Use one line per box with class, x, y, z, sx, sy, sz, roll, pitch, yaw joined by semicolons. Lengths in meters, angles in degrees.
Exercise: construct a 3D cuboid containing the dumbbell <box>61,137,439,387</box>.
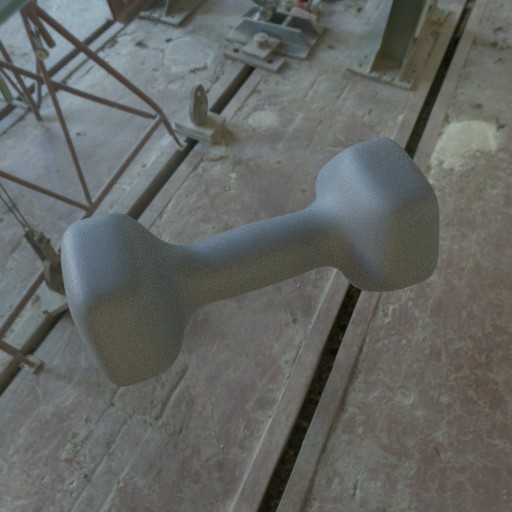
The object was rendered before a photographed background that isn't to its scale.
dumbbell;0.000;0.000;0.234;0.184;0.081;0.090;-17;59;-11
